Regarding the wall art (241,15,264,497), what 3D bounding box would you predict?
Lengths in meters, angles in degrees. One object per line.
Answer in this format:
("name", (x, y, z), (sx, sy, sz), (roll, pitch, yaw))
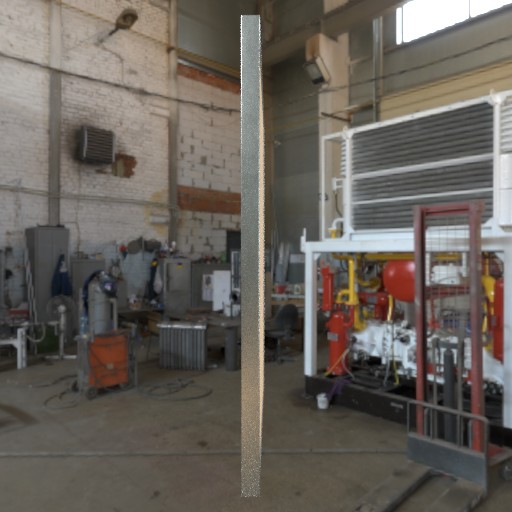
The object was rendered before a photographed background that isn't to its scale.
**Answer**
("wall art", (0.000, 0.000, 1.379), (0.041, 1.062, 0.803), (0, 0, 2))
